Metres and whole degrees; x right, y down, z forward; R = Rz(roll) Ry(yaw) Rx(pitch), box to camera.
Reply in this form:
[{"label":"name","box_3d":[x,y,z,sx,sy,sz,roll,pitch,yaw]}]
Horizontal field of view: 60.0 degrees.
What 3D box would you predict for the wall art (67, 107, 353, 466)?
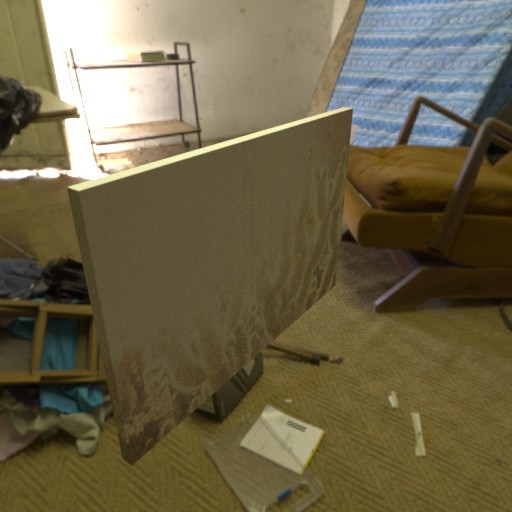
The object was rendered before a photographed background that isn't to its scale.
[{"label":"wall art","box_3d":[0.000,0.000,1.405,0.041,0.758,1.142,19,33,32]}]
